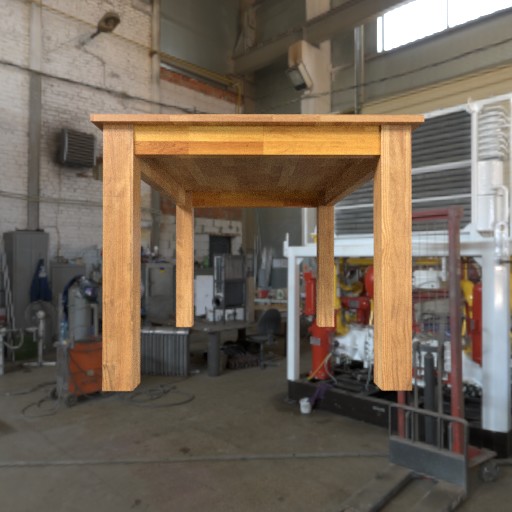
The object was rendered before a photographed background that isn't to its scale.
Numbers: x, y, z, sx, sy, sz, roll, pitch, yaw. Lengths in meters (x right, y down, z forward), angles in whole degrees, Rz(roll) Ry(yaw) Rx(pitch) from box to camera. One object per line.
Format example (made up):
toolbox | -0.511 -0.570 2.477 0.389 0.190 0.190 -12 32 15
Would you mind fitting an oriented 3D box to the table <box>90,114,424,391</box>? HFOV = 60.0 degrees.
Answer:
table | 0.000 0.000 1.840 0.900 0.750 1.300 0 -1 0
